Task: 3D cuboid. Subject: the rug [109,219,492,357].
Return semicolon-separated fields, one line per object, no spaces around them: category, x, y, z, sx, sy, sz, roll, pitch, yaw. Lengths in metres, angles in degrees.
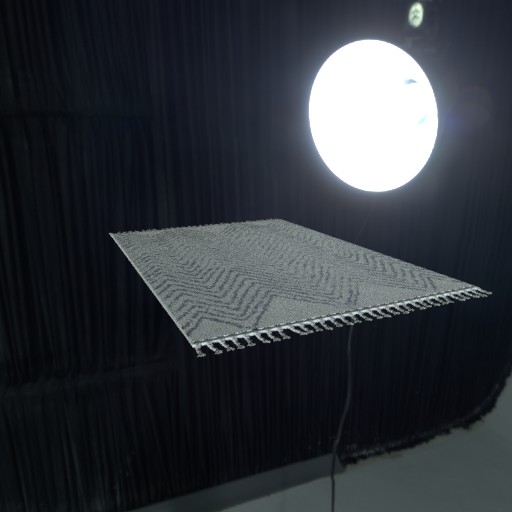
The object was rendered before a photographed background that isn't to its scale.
rug;0.000;0.000;2.306;1.230;0.014;1.847;-7;17;-24
